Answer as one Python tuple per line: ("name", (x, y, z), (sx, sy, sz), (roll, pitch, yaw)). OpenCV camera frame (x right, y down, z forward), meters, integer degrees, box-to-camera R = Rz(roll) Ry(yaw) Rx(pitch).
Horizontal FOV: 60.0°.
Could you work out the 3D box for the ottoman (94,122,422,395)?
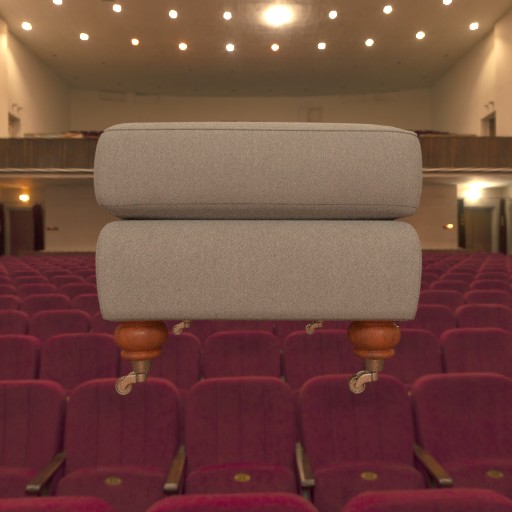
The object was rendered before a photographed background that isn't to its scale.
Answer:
("ottoman", (0.000, 0.000, 1.105), (0.569, 0.499, 0.773), (0, 0, -1))
